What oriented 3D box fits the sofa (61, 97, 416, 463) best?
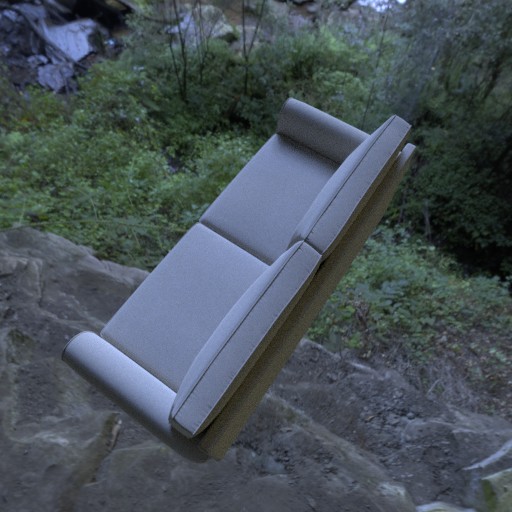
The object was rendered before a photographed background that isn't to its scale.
[{"bbox_3d":[0.000,0.000,2.574,0.901,0.962,2.146,32,67,15],"label":"sofa"}]
